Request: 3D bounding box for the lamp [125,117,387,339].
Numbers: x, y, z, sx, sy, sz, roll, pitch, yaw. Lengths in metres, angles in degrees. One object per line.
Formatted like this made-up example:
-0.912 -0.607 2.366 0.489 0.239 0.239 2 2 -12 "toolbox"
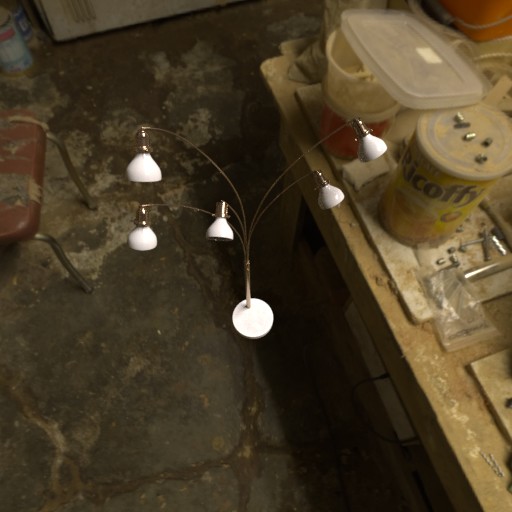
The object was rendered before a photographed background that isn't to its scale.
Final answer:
0.000 0.000 2.911 1.405 2.423 0.361 -16 63 -8 "lamp"
